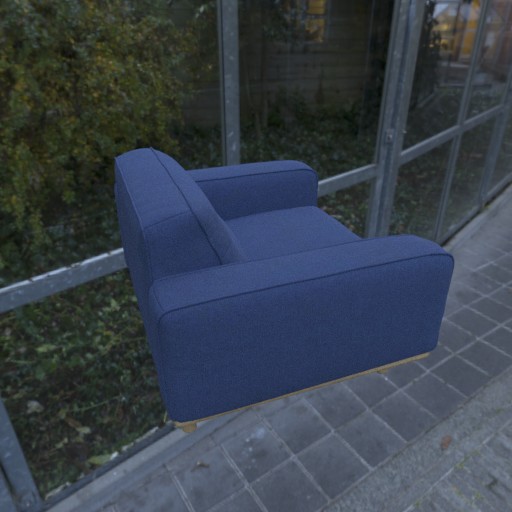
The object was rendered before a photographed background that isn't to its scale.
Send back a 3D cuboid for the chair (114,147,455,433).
[{"bbox_3d":[0.000,0.000,1.761,0.953,0.783,1.118,-10,30,-19],"label":"chair"}]
